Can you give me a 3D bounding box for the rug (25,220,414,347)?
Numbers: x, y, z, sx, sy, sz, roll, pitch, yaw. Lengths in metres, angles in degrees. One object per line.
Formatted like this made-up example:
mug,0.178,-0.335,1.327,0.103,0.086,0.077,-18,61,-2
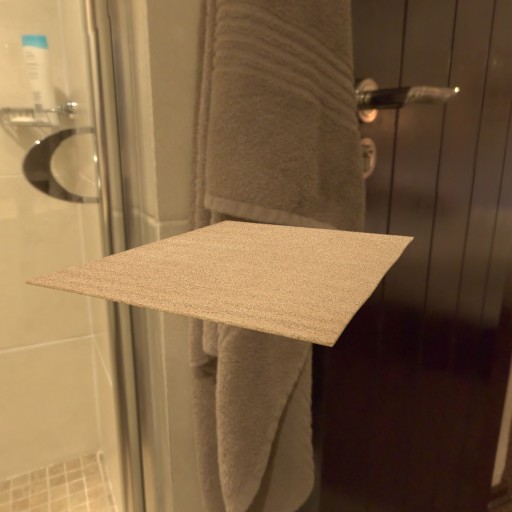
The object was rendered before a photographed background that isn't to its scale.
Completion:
rug,0.000,0.000,4.123,2.400,0.026,3.000,7,16,26
